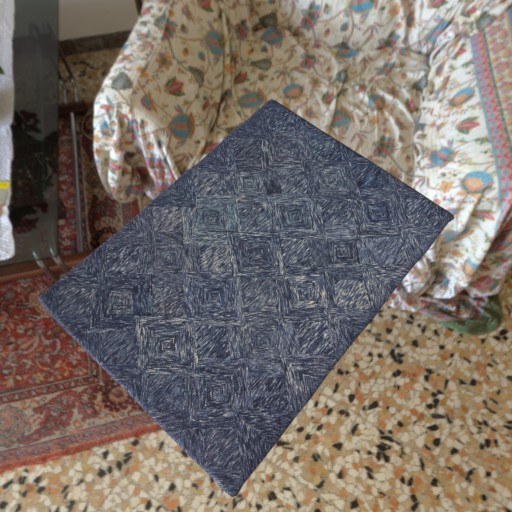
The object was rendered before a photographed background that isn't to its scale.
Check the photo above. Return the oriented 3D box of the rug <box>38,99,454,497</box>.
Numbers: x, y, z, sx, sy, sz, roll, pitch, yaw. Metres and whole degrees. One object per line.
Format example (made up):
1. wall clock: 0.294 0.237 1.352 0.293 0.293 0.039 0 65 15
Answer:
1. rug: 0.000 0.000 4.150 2.385 0.024 3.245 38 70 17
